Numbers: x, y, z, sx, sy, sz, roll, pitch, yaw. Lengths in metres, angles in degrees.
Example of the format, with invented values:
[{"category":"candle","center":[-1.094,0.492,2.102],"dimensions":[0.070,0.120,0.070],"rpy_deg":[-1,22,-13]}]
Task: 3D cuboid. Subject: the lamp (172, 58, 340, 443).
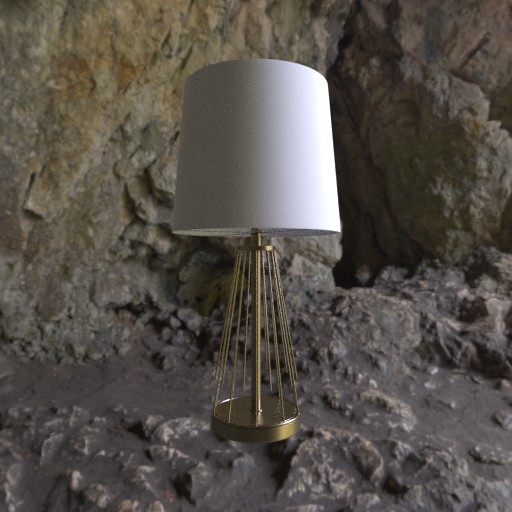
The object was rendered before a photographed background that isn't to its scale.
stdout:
[{"category":"lamp","center":[0.000,0.000,0.810],"dimensions":[0.303,0.618,0.303],"rpy_deg":[0,0,0]}]
